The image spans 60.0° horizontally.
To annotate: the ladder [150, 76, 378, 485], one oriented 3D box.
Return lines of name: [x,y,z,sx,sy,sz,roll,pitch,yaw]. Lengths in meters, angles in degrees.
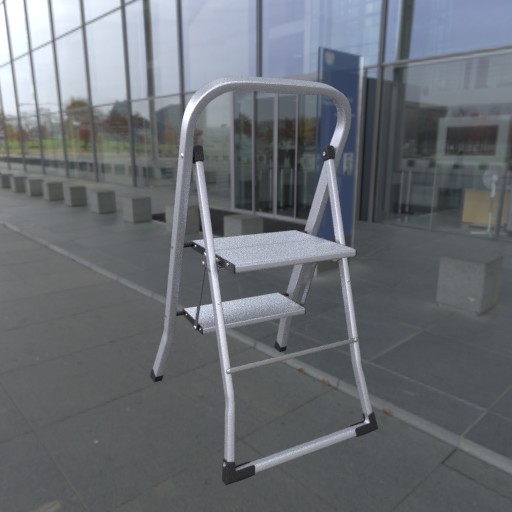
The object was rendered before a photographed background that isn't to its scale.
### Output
ladder: [0.000,0.000,1.140,0.465,0.830,0.530,-7,16,-26]
